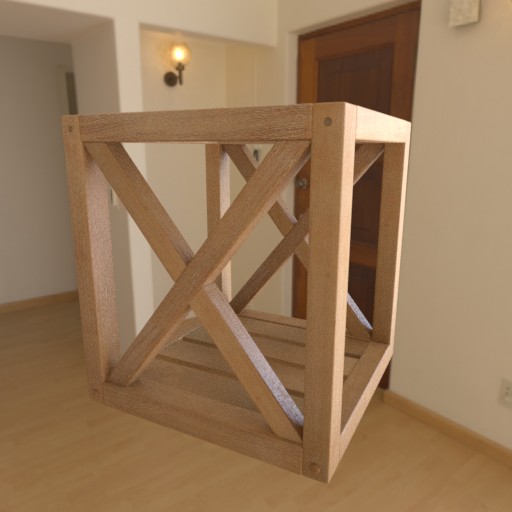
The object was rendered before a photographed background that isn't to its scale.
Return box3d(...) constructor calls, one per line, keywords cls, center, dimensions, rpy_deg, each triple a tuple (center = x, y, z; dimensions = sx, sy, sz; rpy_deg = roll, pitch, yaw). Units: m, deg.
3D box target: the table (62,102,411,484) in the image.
box3d(cls="table", center=(0.000, 0.000, 1.029), dimensions=(0.559, 0.610, 0.558), rpy_deg=(7, 15, 27))
